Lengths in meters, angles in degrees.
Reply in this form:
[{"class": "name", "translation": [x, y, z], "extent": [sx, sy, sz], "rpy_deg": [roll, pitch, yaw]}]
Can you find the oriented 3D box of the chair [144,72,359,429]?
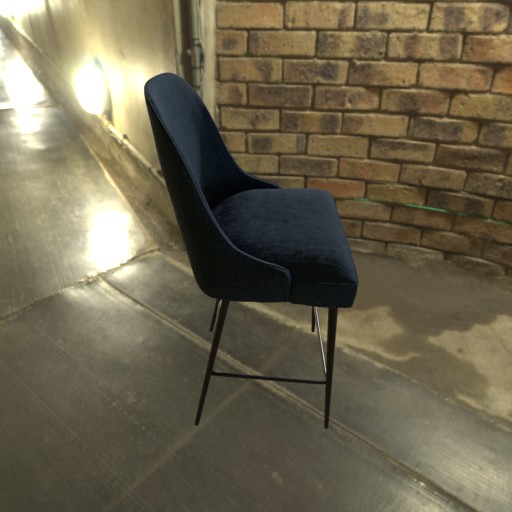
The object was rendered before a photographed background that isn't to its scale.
[{"class": "chair", "translation": [0.000, 0.000, 1.240], "extent": [0.489, 0.927, 0.526], "rpy_deg": [1, 32, 1]}]
